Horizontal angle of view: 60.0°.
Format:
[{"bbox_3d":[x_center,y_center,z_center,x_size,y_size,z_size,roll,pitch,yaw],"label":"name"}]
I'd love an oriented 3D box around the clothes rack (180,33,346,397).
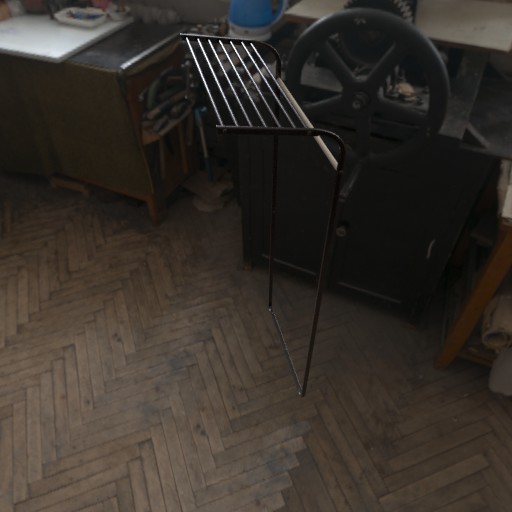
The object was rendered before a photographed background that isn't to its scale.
[{"bbox_3d":[0.000,0.000,1.837,0.349,1.574,0.609,-11,47,-10],"label":"clothes rack"}]
